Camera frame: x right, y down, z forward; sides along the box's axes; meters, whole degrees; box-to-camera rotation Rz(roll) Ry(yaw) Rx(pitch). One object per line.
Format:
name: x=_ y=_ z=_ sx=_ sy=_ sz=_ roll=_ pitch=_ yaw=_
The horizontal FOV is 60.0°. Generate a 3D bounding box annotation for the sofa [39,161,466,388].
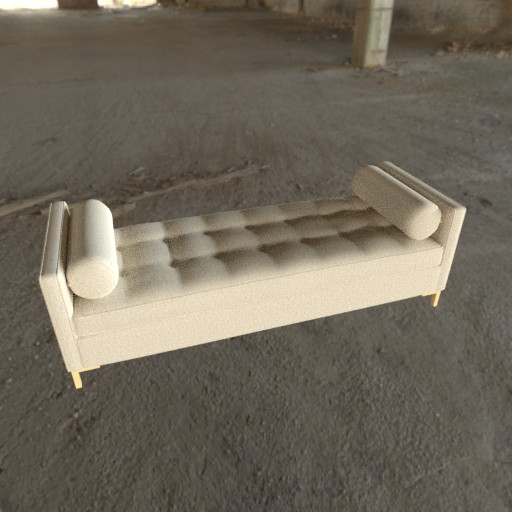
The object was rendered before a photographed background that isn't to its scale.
sofa: x=0.000 y=0.000 z=2.384 sx=1.985 sy=0.641 sz=0.746 roll=-10 pitch=33 yaw=-15
